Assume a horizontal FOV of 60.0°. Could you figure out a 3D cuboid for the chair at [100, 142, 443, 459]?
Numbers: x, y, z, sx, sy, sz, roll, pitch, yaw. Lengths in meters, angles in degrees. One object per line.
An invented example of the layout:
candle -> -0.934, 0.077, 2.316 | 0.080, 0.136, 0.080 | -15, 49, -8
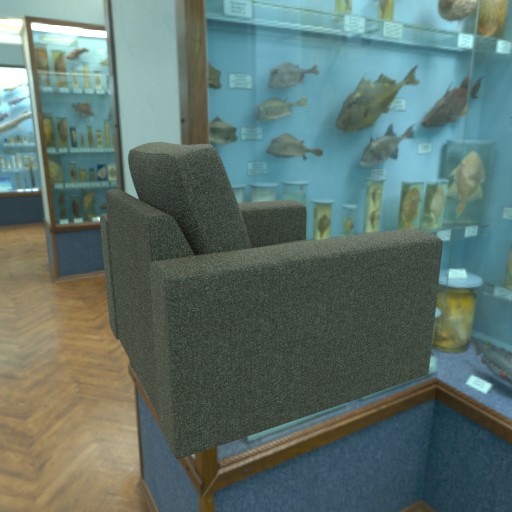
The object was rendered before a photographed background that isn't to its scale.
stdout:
chair -> 0.000, 0.000, 1.756 | 1.016, 0.873, 1.005 | -8, 17, -27
